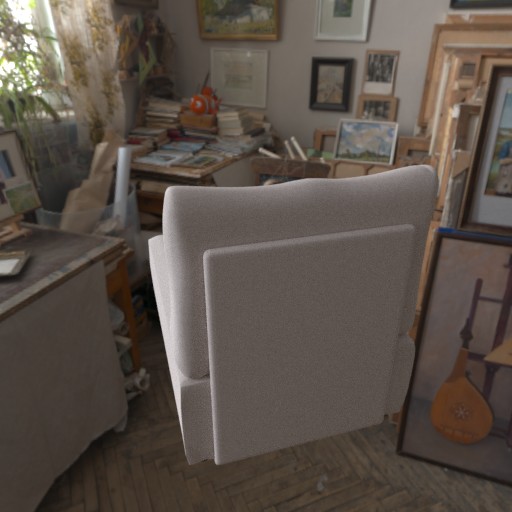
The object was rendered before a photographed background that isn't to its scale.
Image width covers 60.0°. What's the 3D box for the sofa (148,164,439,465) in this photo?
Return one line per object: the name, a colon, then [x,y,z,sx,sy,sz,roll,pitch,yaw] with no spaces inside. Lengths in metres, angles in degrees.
sofa: [0.000,0.000,1.566,0.700,0.820,1.000,-8,27,-15]
